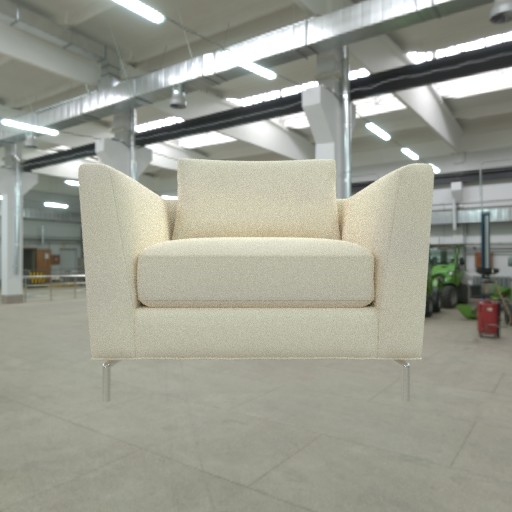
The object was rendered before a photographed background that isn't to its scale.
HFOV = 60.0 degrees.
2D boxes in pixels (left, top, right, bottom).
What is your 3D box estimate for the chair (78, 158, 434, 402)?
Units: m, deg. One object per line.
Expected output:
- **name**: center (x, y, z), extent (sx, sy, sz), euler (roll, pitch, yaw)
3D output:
- **chair**: center (0.000, 0.000, 1.701), extent (1.041, 0.865, 0.889), euler (0, 0, 0)
